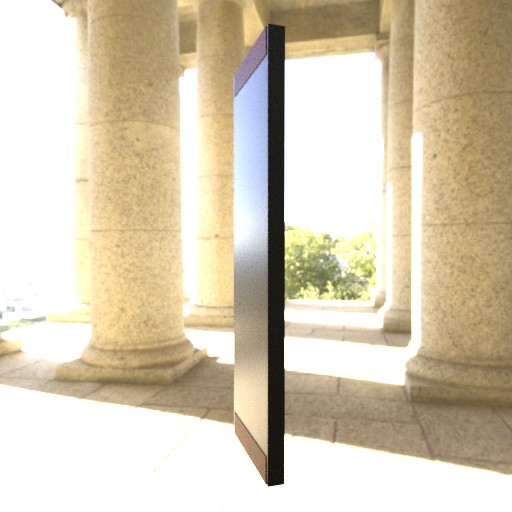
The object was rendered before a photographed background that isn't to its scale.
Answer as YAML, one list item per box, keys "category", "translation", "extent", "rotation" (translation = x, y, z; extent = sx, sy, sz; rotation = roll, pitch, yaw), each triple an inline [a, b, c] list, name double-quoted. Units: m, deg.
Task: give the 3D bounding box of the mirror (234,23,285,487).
- category: "mirror"
  translation: [0.000, 0.000, 1.242]
  extent: [0.047, 1.123, 0.343]
  rotation: [0, 1, -17]
